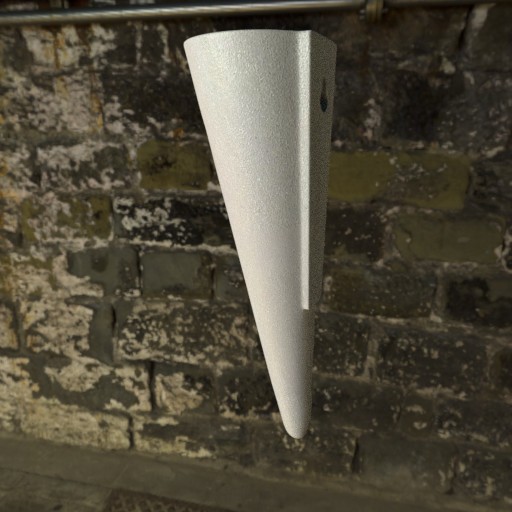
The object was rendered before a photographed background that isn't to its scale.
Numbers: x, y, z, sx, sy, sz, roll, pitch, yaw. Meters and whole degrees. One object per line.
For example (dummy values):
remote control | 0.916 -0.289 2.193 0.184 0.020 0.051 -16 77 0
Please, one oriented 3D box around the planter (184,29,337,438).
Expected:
planter | 0.000 0.000 0.218 0.064 0.191 0.057 8 18 25
